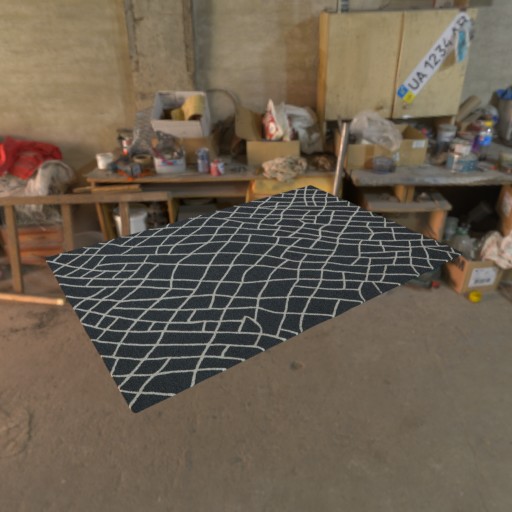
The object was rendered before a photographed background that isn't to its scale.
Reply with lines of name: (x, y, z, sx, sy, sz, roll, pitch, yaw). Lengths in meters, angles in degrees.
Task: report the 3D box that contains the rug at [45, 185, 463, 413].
rug: (0.000, 0.000, 2.322, 1.830, 0.013, 1.223, -19, 35, -30)
